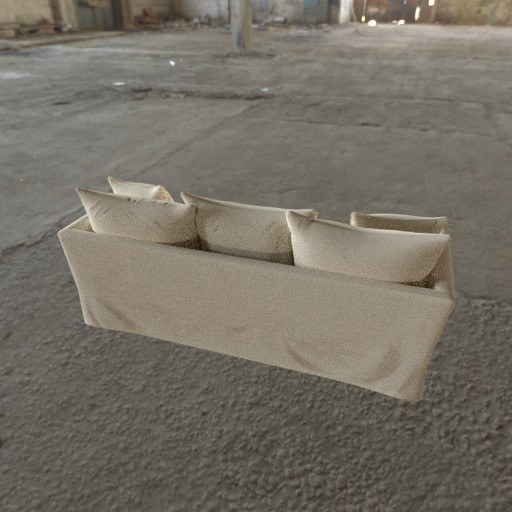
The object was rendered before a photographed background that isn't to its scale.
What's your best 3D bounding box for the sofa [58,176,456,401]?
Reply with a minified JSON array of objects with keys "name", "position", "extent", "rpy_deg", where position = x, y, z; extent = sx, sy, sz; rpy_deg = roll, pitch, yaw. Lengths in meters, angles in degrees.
[{"name":"sofa","position":[0.000,0.000,3.114],"extent":[2.484,1.042,1.030],"rpy_deg":[9,31,16]}]
